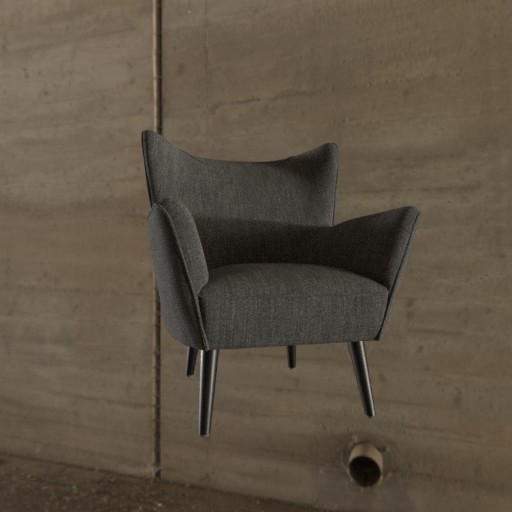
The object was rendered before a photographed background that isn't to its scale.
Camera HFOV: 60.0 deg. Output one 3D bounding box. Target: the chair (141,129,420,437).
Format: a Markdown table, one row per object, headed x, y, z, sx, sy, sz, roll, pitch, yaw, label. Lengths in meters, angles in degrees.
| x | y | z | sx | sy | sz | roll | pitch | yaw | label |
| --- | --- | --- | --- | --- | --- | --- | --- | --- | --- |
| 0.000 | 0.000 | 1.571 | 0.781 | 0.933 | 0.888 | 0 | 0 | -16 | chair |
